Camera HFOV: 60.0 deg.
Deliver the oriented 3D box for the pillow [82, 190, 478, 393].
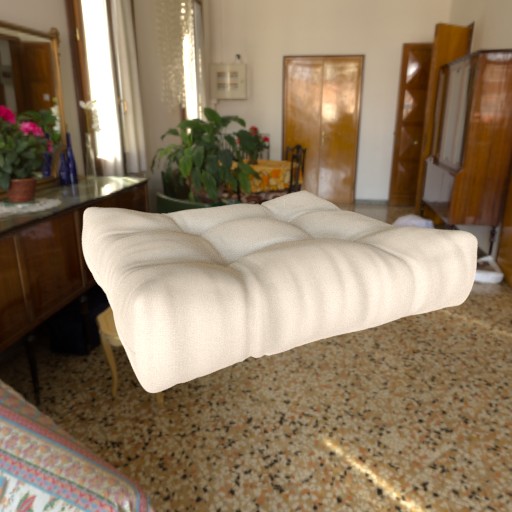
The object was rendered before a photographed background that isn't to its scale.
[{"bbox_3d":[0.000,0.000,0.716,0.490,0.128,0.468,-9,20,-25],"label":"pillow"}]
